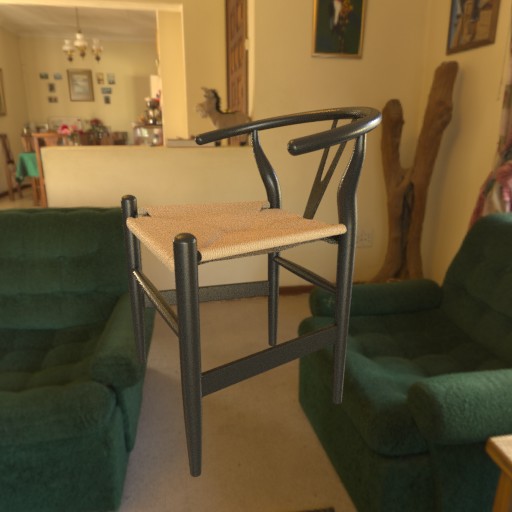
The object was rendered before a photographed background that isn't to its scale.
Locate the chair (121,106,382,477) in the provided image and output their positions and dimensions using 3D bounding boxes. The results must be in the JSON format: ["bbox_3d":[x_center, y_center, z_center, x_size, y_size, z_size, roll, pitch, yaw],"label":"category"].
[{"bbox_3d":[0.000,0.000,1.144,0.570,0.739,0.570,-8,18,-25],"label":"chair"}]
